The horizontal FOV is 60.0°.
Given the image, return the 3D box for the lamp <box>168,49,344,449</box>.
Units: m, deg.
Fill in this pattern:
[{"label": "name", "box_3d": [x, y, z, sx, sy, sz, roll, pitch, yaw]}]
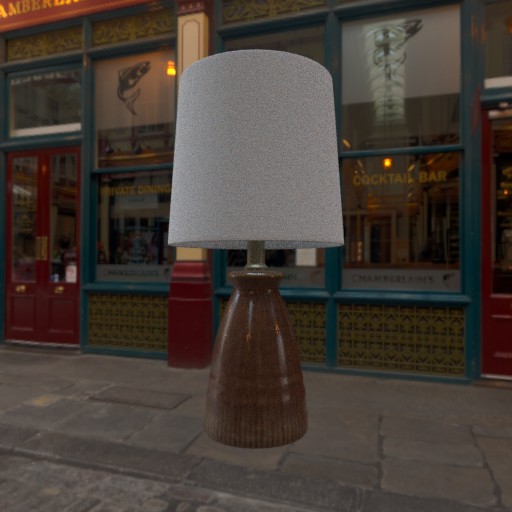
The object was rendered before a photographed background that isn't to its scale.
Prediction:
[{"label": "lamp", "box_3d": [0.000, 0.000, 0.478, 0.186, 0.369, 0.186, 0, -1, 0]}]
